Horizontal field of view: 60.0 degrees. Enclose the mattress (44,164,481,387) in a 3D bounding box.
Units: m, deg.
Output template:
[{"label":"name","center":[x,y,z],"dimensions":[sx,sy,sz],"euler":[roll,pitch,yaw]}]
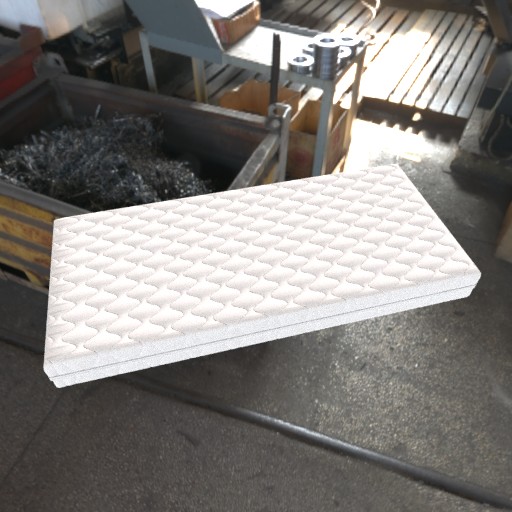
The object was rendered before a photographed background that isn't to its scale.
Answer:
[{"label":"mattress","center":[0.000,0.000,2.285],"dimensions":[2.000,0.200,0.900],"euler":[-11,49,-9]}]
